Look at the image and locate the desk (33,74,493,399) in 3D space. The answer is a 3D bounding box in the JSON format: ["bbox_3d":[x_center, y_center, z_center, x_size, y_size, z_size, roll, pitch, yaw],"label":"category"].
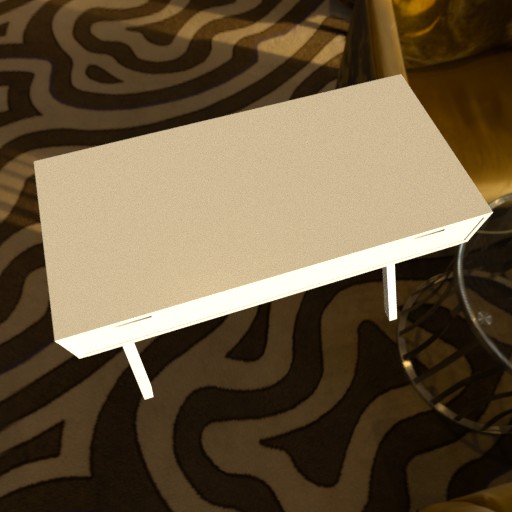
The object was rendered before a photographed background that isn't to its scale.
[{"bbox_3d":[0.000,0.000,1.468,1.059,0.780,0.509,-16,64,-8],"label":"desk"}]
